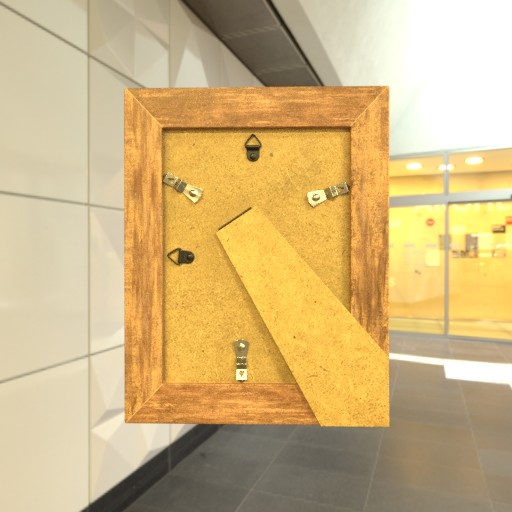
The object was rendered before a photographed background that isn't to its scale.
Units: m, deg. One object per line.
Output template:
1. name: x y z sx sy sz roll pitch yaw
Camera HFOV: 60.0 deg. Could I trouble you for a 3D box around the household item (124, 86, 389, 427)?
1. household item: 0.000 0.000 0.318 0.186 0.237 0.018 0 0 1
